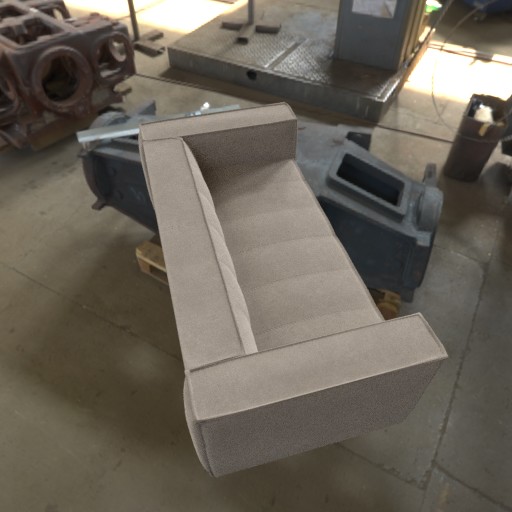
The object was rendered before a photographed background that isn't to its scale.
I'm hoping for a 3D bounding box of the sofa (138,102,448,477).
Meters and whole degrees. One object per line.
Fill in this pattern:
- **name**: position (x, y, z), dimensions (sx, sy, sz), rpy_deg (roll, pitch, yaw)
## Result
- **sofa**: position (0.000, 0.000, 2.458), dimensions (1.038, 0.680, 1.995), rpy_deg (-12, 49, -10)
